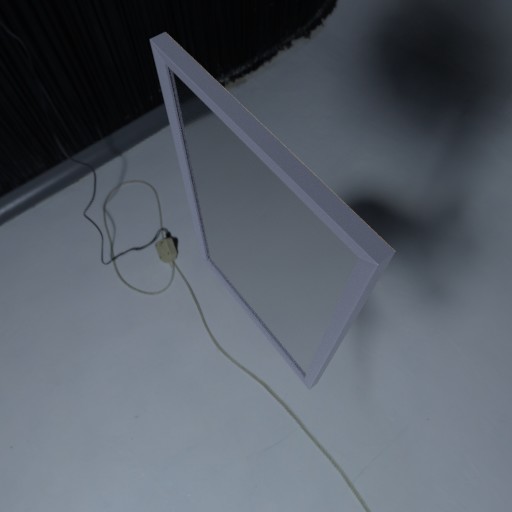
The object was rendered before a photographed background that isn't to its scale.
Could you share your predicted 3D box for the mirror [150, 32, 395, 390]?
[{"bbox_3d":[0.000,0.000,1.145,0.040,0.915,0.609,-35,68,-16],"label":"mirror"}]
